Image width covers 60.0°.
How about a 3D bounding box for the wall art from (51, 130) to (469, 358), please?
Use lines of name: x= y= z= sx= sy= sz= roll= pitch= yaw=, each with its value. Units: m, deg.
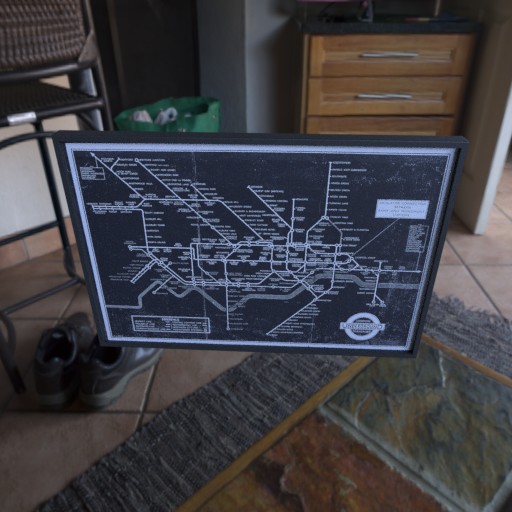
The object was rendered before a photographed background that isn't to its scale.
wall art: x=0.000 y=0.000 z=0.554 sx=0.443 sy=0.301 sz=0.021 roll=2 pitch=30 yaw=3
